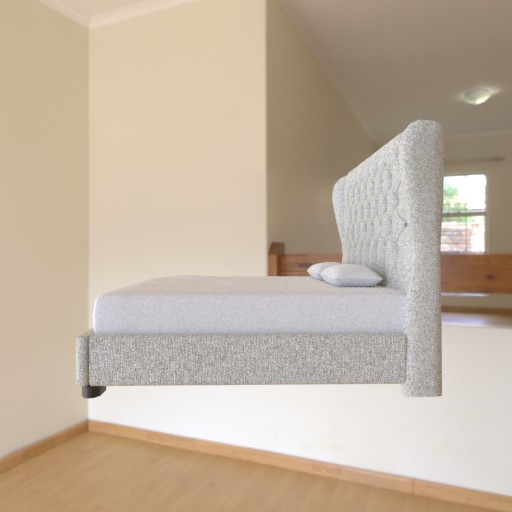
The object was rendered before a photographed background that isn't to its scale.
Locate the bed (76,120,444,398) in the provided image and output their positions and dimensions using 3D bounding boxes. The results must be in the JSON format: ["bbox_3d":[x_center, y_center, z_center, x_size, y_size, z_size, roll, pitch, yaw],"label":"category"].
[{"bbox_3d":[0.000,0.000,3.854,2.347,1.771,2.219,0,0,-1],"label":"bed"}]
